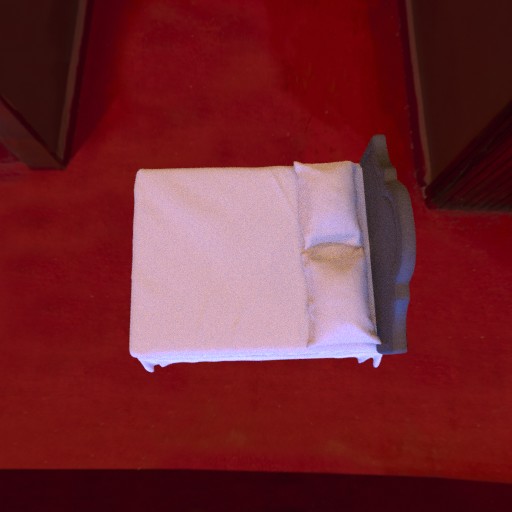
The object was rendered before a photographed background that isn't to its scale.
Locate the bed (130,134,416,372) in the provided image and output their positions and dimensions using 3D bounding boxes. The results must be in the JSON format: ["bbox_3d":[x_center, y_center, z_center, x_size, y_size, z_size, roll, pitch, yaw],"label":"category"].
[{"bbox_3d":[0.000,0.000,3.507,2.222,1.634,1.780,-2,76,0],"label":"bed"}]
